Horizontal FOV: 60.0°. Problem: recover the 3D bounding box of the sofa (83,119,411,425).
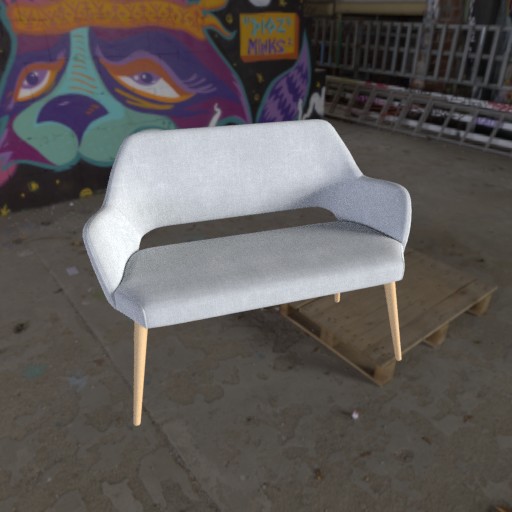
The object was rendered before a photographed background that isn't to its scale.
[{"bbox_3d":[0.000,0.000,1.656,1.150,0.840,0.610,-9,30,-16],"label":"sofa"}]
